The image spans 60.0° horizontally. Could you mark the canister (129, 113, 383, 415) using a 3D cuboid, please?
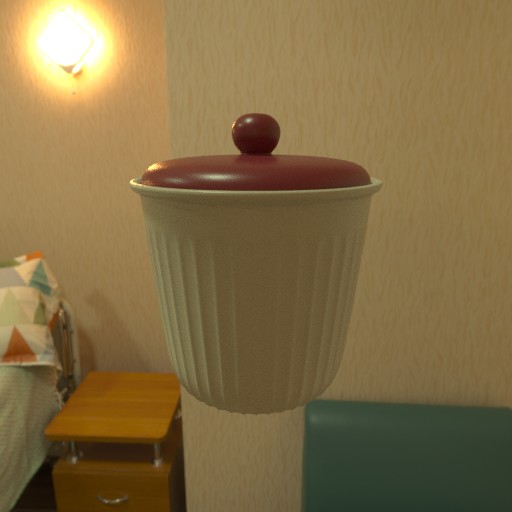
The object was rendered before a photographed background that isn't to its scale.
[{"bbox_3d":[0.000,0.000,0.343,0.181,0.211,0.181,0,14,0],"label":"canister"}]
